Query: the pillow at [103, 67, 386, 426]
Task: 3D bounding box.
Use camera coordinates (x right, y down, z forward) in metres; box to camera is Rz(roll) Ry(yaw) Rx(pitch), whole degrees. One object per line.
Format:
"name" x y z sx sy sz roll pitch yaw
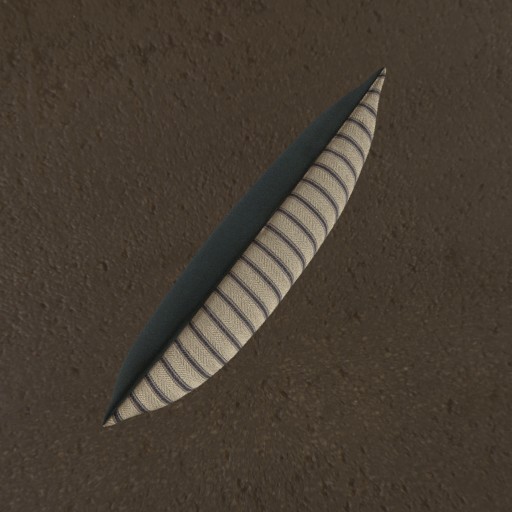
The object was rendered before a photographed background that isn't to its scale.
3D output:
"pillow" 0.000 0.000 0.723 0.151 0.305 0.609 36 79 8
